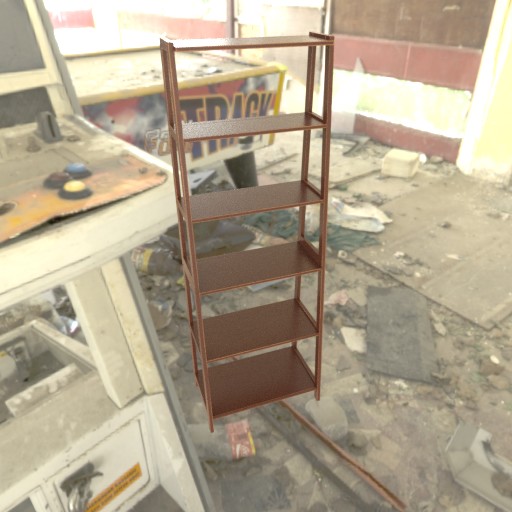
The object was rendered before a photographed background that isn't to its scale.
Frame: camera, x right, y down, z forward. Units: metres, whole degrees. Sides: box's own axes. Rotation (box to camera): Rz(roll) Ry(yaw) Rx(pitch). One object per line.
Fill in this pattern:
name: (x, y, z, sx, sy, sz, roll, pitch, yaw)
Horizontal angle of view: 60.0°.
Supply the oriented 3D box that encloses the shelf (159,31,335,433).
shelf: (0.000, 0.000, 2.141, 0.660, 1.892, 0.381, -11, 33, -17)
